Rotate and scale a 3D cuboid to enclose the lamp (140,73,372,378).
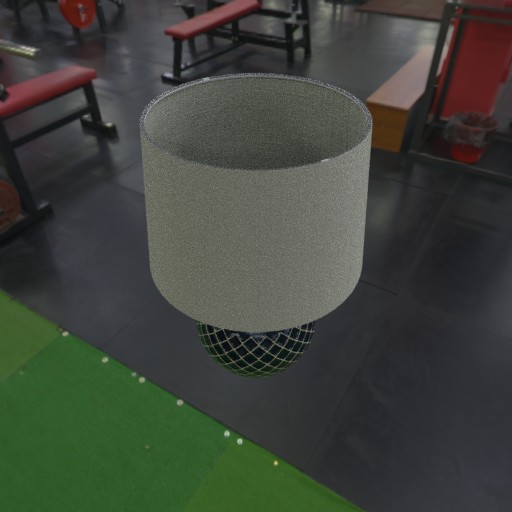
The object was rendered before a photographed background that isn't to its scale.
[{"bbox_3d":[0.000,0.000,0.806,0.376,0.540,0.376,0,41,0],"label":"lamp"}]
